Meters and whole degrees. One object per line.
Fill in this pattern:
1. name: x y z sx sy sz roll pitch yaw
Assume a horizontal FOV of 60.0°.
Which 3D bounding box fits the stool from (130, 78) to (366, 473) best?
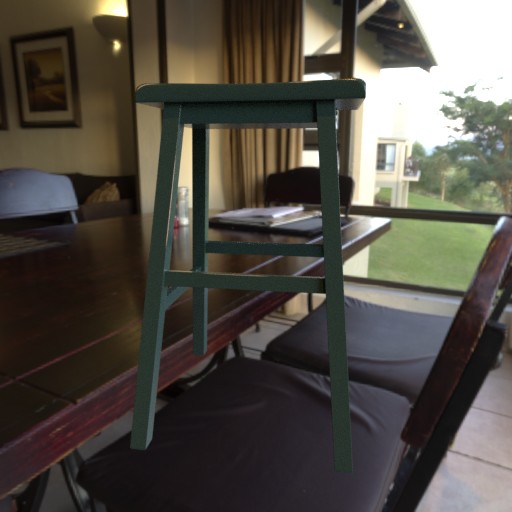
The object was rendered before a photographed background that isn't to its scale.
1. stool: 0.000 0.000 1.037 0.457 0.737 0.476 2 14 9
